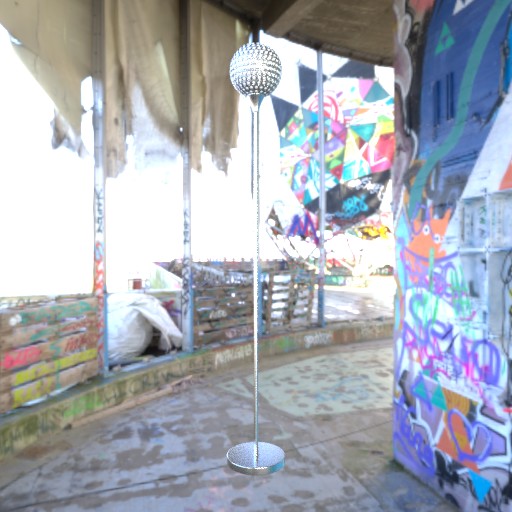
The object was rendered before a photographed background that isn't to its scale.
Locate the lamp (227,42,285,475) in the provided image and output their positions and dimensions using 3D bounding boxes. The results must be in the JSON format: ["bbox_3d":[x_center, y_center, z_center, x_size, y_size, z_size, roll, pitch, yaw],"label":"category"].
[{"bbox_3d":[0.000,0.000,1.943,0.254,1.805,0.254,0,0,0],"label":"lamp"}]
